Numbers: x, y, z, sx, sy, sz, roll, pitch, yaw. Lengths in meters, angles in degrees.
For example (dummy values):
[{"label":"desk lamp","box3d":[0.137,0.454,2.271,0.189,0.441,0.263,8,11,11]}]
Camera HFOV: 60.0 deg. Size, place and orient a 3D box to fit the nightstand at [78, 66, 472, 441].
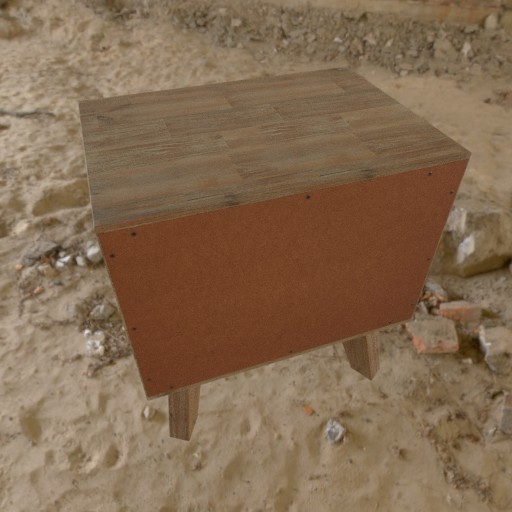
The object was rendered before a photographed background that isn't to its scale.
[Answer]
[{"label":"nightstand","box3d":[0.000,0.000,0.935,0.552,0.589,0.396,-13,44,-14]}]
